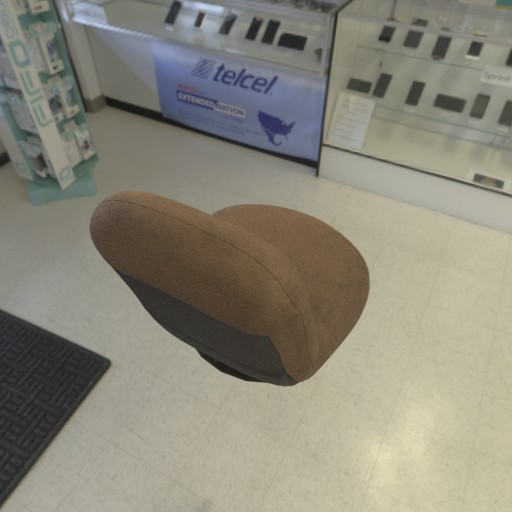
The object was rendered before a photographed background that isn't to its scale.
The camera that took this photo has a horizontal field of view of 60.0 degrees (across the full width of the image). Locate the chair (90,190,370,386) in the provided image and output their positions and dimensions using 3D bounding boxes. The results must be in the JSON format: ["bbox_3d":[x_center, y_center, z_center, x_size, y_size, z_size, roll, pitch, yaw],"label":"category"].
[{"bbox_3d":[0.000,0.000,1.053,0.521,0.594,0.597,23,50,21],"label":"chair"}]
